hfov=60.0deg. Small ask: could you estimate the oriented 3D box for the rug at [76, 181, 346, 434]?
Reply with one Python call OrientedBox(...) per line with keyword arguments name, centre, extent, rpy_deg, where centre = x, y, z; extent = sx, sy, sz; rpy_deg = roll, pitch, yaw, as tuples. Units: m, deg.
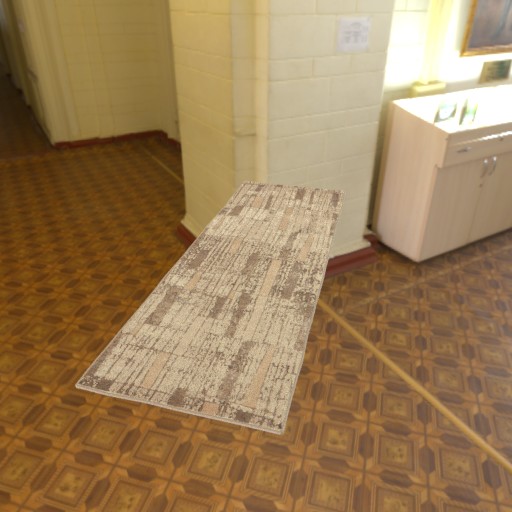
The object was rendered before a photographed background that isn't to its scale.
OrientedBox(name="rug", centre=(0.000, 0.000, 2.656), extent=(0.857, 0.018, 2.383), rpy_deg=(8, 31, 13))
